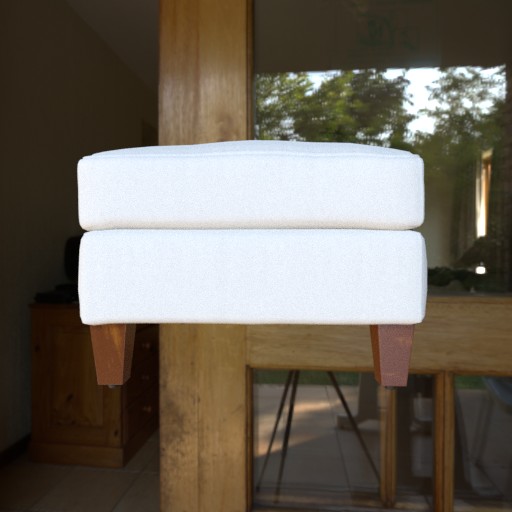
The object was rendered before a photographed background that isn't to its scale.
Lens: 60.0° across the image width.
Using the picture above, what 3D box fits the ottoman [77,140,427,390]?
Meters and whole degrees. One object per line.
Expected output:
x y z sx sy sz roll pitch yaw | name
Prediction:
0.000 0.000 1.167 0.634 0.479 0.818 0 1 1 | ottoman
